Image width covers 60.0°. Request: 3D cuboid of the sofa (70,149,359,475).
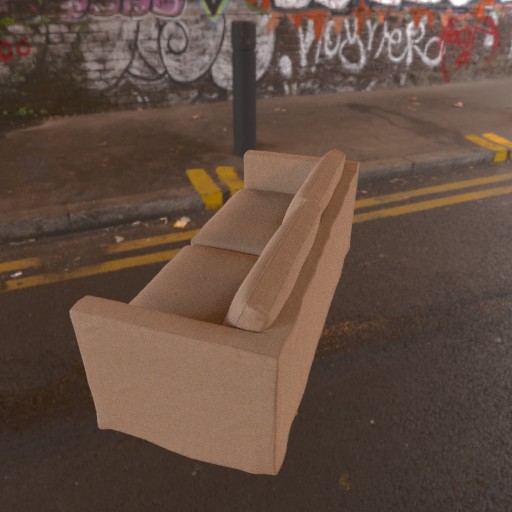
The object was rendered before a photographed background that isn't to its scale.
[{"bbox_3d":[0.000,0.000,2.776,0.956,0.847,2.296,10,33,16],"label":"sofa"}]
